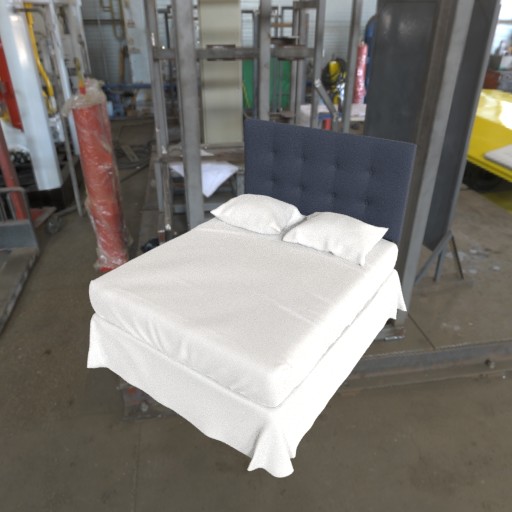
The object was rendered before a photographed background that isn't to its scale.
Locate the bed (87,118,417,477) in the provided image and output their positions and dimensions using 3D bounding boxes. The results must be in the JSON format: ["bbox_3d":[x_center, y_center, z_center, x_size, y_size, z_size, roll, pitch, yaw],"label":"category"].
[{"bbox_3d":[0.000,0.000,3.479,1.936,1.577,2.222,19,34,30],"label":"bed"}]
